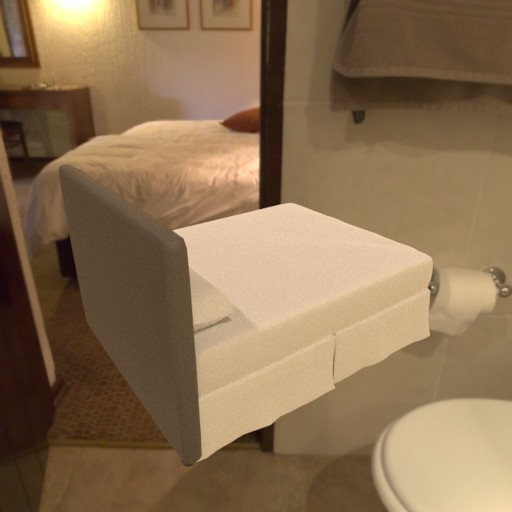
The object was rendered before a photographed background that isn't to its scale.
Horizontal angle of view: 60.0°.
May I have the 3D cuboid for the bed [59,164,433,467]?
[{"bbox_3d":[0.000,0.000,3.193,2.142,1.330,1.723,-17,30,-32],"label":"bed"}]
